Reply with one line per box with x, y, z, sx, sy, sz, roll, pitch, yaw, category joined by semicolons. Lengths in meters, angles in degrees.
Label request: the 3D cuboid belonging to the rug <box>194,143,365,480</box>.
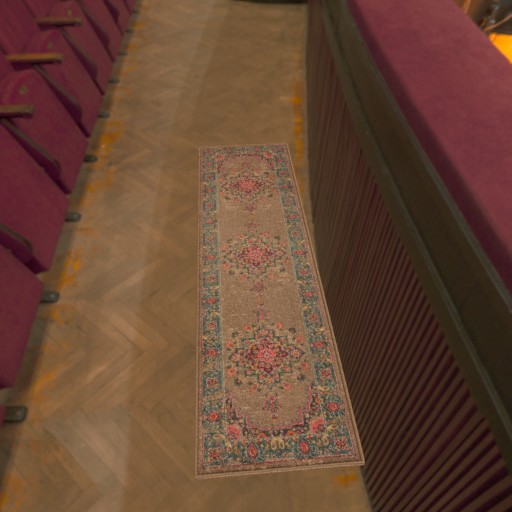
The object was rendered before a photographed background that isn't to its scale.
0.000;0.000;2.481;0.659;0.019;2.297;-3;46;-3;rug
